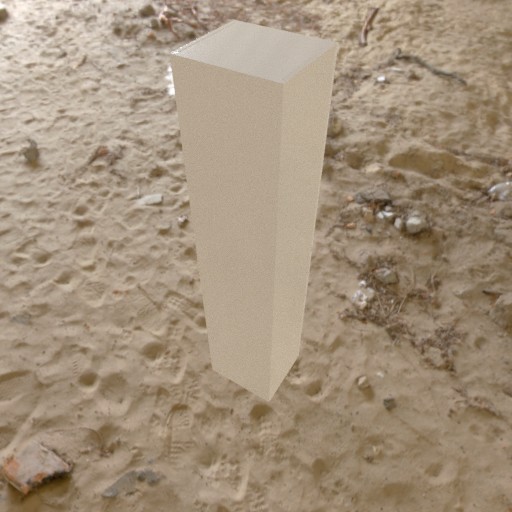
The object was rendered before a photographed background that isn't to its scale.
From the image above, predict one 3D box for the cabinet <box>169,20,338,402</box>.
[{"bbox_3d":[0.000,0.000,1.542,0.300,1.400,0.270,24,50,22],"label":"cabinet"}]
